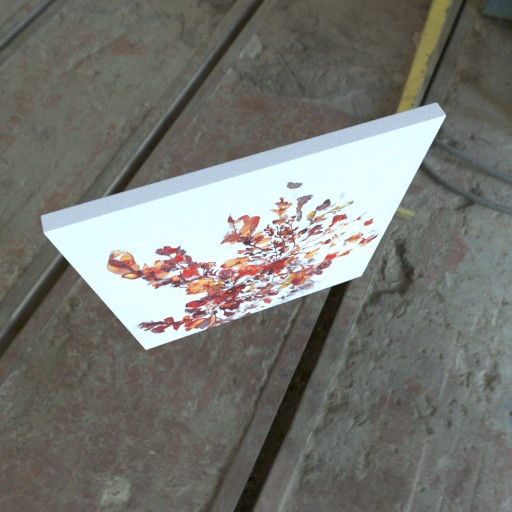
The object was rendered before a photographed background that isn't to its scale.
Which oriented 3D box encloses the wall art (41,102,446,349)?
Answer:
[{"bbox_3d":[0.000,0.000,1.131,0.757,0.757,0.037,-18,65,-9],"label":"wall art"}]
